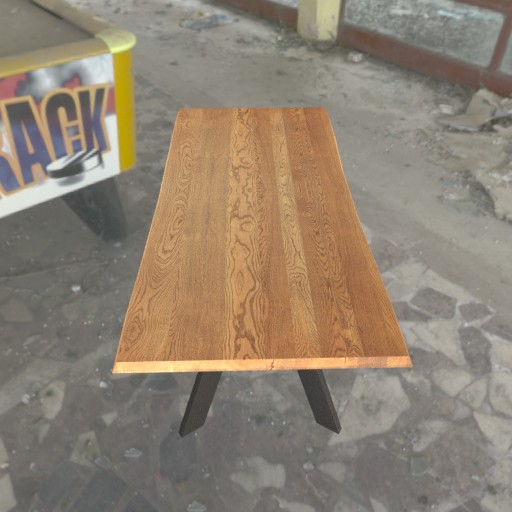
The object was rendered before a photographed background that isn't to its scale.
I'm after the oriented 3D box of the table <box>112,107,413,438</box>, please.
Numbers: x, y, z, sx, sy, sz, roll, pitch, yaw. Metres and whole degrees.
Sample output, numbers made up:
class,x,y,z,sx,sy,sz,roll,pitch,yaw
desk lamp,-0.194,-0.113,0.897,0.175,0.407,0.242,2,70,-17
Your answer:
class,x,y,z,sx,sy,sz,roll,pitch,yaw
table,0.000,0.000,2.220,0.900,0.770,1.800,-1,42,-1
